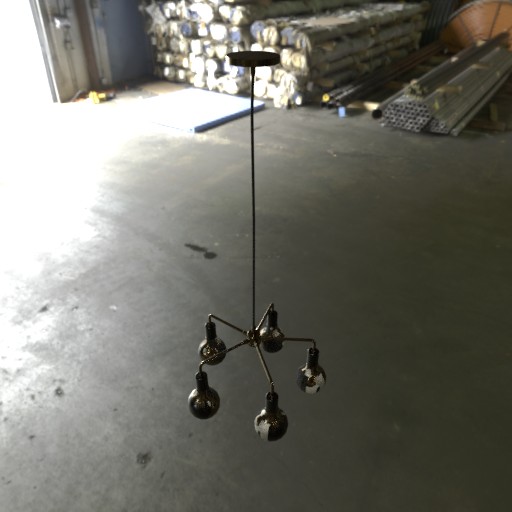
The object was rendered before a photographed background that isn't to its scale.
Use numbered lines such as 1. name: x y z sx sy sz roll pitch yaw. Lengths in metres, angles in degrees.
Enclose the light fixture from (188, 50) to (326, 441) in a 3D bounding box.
1. light fixture: 0.000 0.000 1.176 0.438 0.988 0.421 11 35 17
